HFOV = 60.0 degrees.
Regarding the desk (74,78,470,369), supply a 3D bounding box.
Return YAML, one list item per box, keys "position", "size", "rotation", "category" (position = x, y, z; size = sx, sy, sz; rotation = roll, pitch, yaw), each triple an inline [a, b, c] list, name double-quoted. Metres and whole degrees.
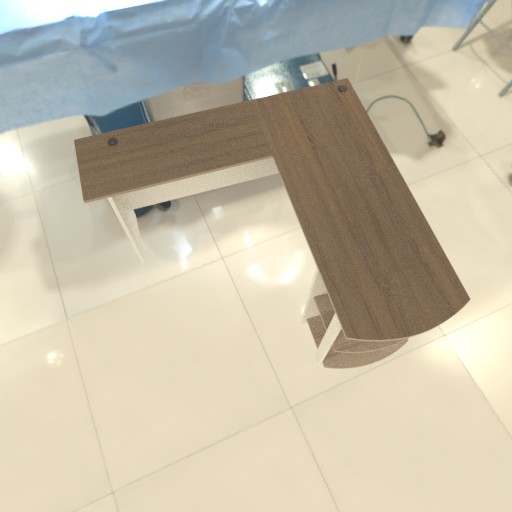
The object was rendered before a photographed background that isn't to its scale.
- position: [0.000, 0.000, 2.175]
  size: [1.361, 0.716, 1.303]
  rotation: [-15, 65, -7]
  category: "desk"
